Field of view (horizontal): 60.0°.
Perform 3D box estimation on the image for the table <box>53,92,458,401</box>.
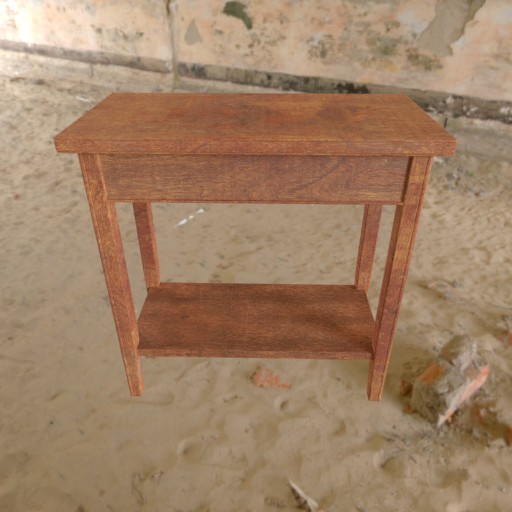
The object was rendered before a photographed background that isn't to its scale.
[{"bbox_3d":[0.000,0.000,0.957,0.610,0.610,0.305,1,32,1],"label":"table"}]
